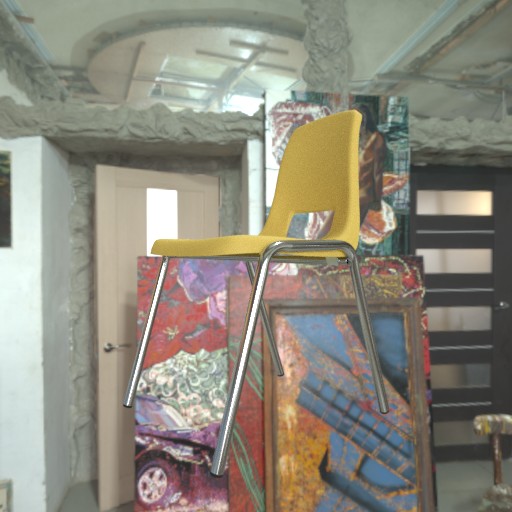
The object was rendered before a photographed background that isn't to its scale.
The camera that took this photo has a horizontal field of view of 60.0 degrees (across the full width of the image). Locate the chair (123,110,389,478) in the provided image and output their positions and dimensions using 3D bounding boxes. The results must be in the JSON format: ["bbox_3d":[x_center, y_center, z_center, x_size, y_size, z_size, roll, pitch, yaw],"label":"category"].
[{"bbox_3d":[0.000,0.000,0.926,0.436,0.653,0.381,-1,1,-37],"label":"chair"}]
